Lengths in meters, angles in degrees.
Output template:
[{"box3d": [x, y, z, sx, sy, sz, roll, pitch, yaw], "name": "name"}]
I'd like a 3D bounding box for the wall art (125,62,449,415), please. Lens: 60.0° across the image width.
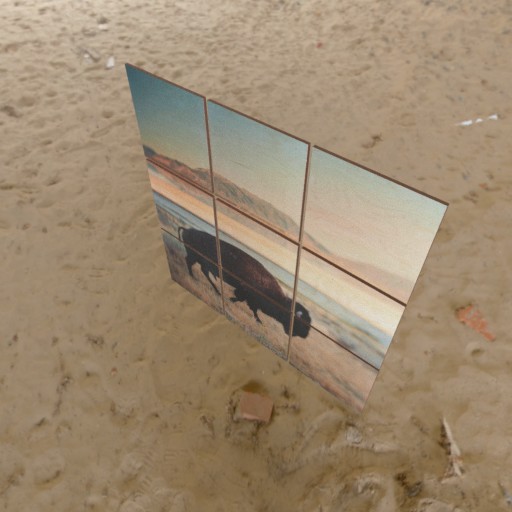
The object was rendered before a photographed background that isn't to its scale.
[{"box3d": [0.000, 0.000, 1.789, 1.221, 1.218, 0.019, 31, 55, 26], "name": "wall art"}]
